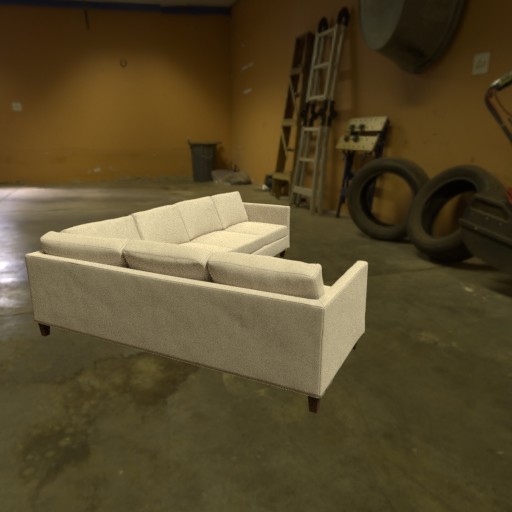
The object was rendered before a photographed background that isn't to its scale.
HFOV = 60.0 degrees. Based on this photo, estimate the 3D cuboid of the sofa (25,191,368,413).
[{"bbox_3d":[0.000,0.000,4.312,2.432,0.863,3.182,7,17,26],"label":"sofa"}]
